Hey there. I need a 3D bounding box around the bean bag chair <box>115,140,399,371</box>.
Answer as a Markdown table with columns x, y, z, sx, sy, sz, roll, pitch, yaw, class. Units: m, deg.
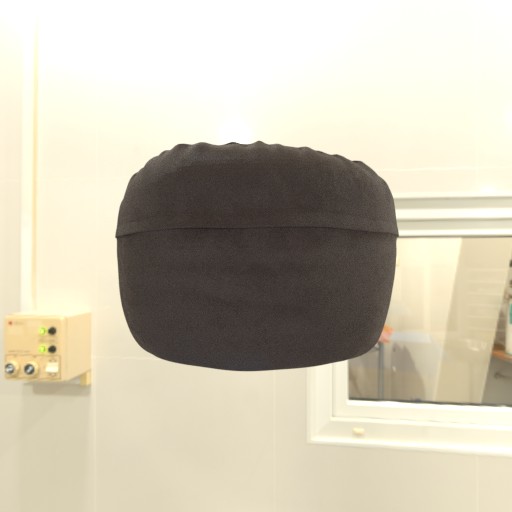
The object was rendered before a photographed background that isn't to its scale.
| x | y | z | sx | sy | sz | roll | pitch | yaw | class |
| --- | --- | --- | --- | --- | --- | --- | --- | --- | --- |
| 0.000 | 0.000 | 2.054 | 1.245 | 0.821 | 1.245 | 0 | 0 | 0 | bean bag chair |
